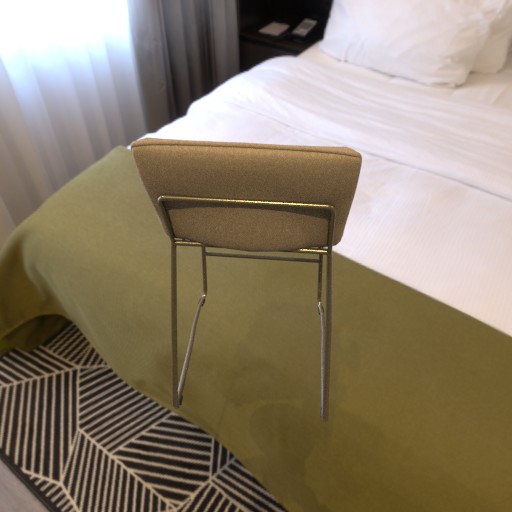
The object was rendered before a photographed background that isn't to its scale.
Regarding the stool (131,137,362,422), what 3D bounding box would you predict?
[{"bbox_3d":[0.000,0.000,1.214,0.490,0.960,0.490,4,45,4],"label":"stool"}]
